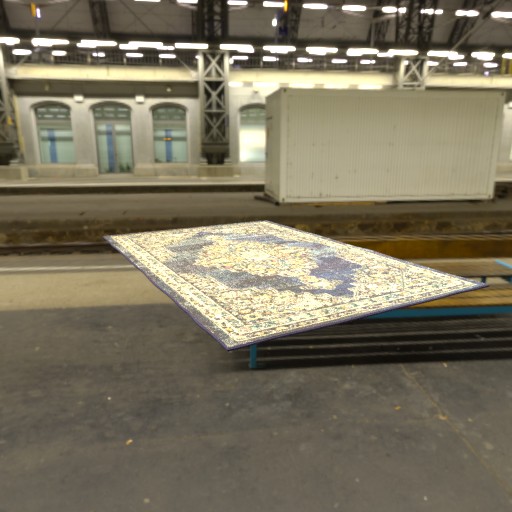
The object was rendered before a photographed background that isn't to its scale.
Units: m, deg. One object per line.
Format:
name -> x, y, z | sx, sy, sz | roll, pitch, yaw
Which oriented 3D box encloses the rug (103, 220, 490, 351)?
rug -> 0.000, 0.000, 2.266 | 1.184, 0.012, 1.781 | -8, 16, -28
